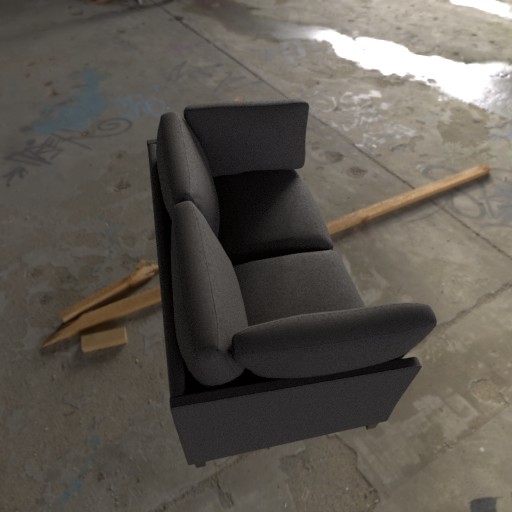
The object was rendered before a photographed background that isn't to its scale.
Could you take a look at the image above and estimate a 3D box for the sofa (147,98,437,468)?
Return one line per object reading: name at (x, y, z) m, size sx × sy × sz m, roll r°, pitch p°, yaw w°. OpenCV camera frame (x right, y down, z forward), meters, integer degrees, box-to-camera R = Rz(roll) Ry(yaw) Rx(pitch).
sofa at (0.000, 0.000, 2.308) m, size 0.969 × 0.920 × 1.751 m, roll -9°, pitch 48°, yaw -8°
